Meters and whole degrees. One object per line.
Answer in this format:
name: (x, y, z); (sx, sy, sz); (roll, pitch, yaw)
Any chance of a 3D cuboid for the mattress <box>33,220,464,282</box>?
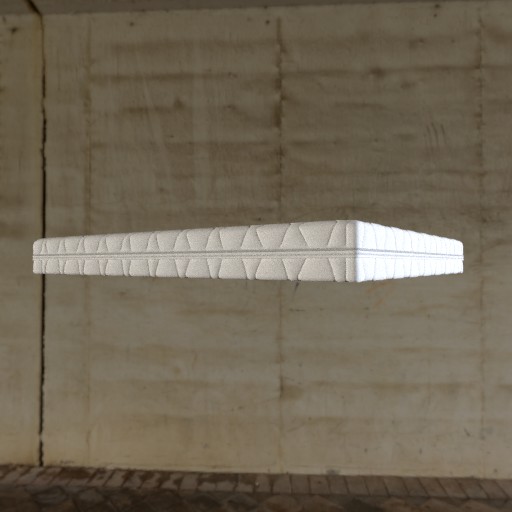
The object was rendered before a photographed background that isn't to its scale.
mattress: (0.000, 0.000, 2.538); (1.900, 0.200, 1.600); (-1, -1, 36)
